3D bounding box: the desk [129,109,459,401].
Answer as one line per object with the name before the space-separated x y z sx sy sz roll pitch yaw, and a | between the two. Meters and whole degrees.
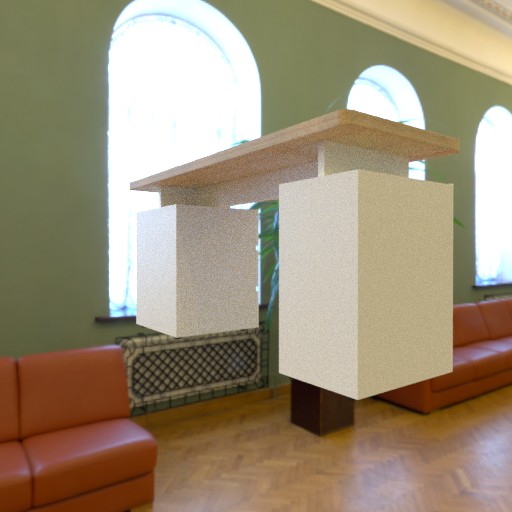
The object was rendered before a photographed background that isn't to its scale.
desk | 0.000 0.000 1.873 0.550 0.755 1.500 0 1 -37
